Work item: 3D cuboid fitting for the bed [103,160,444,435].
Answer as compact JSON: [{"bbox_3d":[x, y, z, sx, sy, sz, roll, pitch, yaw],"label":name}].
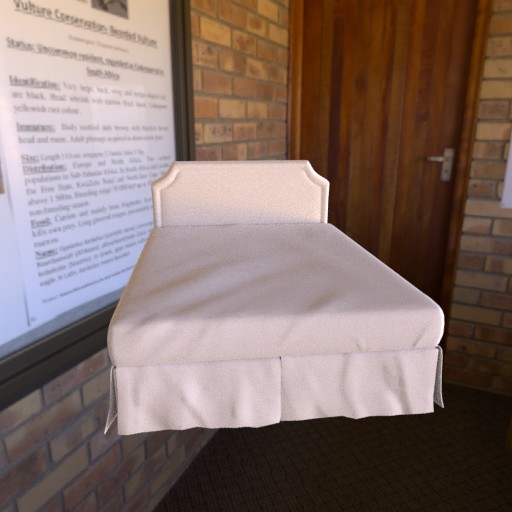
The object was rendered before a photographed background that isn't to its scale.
[{"bbox_3d":[0.000,0.000,3.503,1.977,1.293,2.498,-2,17,-7],"label":"bed"}]
